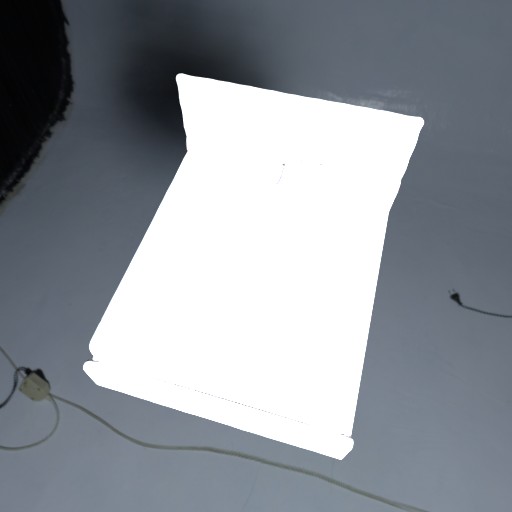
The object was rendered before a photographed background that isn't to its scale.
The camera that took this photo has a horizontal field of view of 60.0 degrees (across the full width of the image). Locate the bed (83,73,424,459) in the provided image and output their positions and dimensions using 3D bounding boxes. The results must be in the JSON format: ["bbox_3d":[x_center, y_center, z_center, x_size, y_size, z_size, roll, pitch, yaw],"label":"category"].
[{"bbox_3d":[0.000,0.000,3.591,2.078,1.427,2.387,14,58,9],"label":"bed"}]
